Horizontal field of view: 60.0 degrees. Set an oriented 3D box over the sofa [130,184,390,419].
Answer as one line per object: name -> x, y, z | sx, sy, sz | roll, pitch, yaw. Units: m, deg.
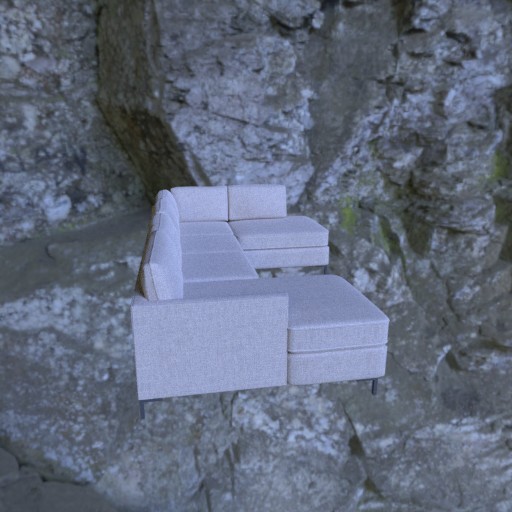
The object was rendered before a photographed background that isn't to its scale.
sofa -> 0.000, 0.000, 4.262 | 2.021, 0.996, 3.423 | -3, 16, -10
